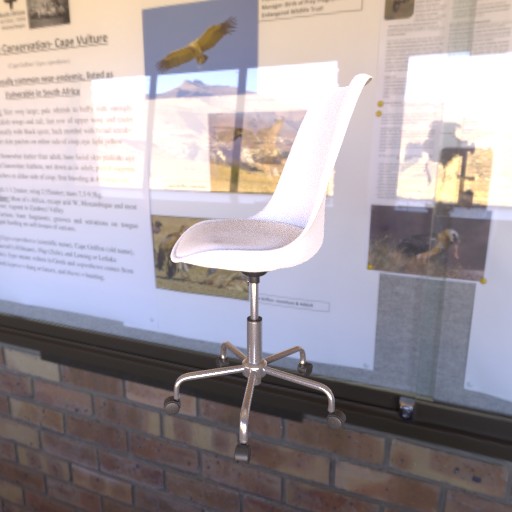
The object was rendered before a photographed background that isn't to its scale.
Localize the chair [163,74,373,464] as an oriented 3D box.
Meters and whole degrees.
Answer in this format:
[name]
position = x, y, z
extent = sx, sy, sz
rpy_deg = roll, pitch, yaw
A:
[chair]
position = 0.000, 0.000, 1.243
extent = 0.550, 0.930, 0.550
rpy_deg = -2, 14, -9
